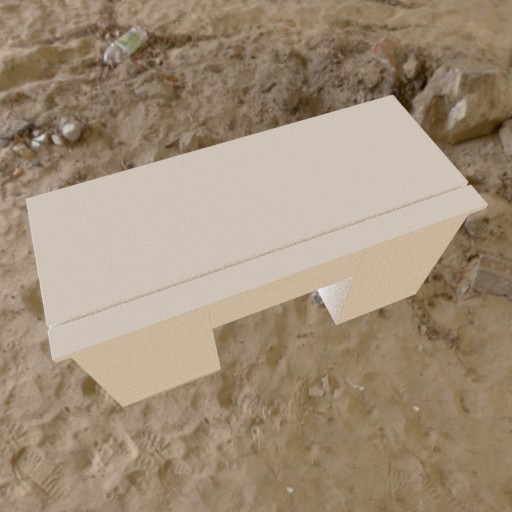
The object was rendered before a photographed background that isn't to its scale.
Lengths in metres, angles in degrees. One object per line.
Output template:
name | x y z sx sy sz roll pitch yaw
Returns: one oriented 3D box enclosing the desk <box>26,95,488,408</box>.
desk | 0.000 0.000 1.966 1.580 0.760 0.670 -19 60 -11
